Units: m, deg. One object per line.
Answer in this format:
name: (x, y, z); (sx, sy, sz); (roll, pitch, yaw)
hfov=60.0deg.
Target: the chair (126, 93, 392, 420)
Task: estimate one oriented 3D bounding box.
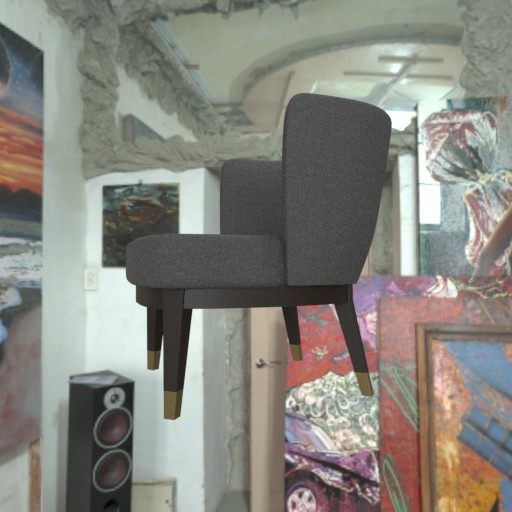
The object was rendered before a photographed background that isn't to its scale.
chair: (0.000, 0.000, 1.241); (0.698, 0.695, 0.639); (1, -2, -18)
